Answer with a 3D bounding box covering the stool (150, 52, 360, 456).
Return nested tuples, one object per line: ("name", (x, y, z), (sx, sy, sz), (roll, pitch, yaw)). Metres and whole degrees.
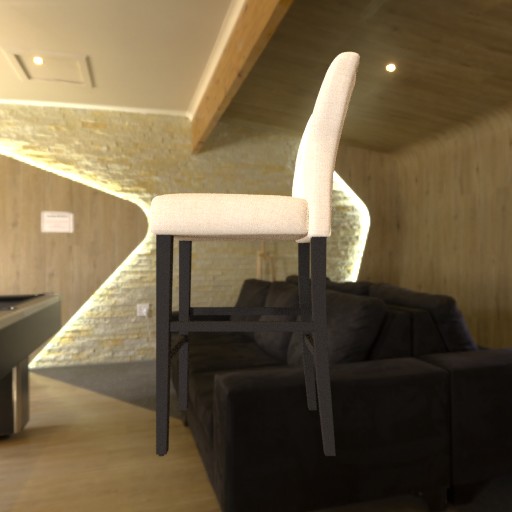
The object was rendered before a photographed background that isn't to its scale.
("stool", (0.000, 0.000, 1.445), (0.603, 1.124, 0.516), (0, -1, 0))
